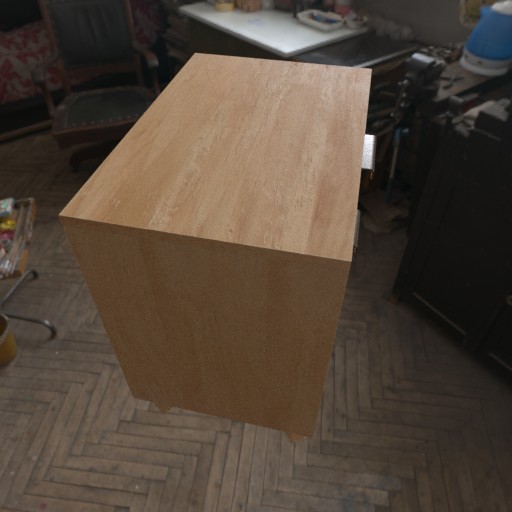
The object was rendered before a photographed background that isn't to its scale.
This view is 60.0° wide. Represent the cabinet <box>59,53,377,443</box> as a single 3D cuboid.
[{"bbox_3d":[0.000,0.000,0.937,0.394,0.599,0.551,9,46,9],"label":"cabinet"}]
